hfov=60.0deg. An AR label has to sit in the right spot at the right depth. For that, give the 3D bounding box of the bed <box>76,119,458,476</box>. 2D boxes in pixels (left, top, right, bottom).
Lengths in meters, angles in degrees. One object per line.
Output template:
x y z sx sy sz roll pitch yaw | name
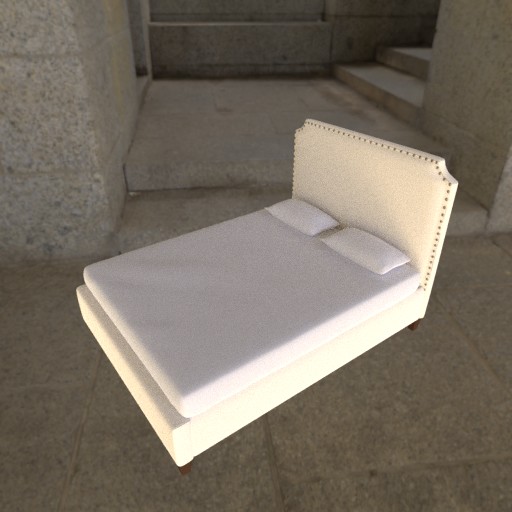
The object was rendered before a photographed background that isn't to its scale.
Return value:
0.000 0.000 3.436 2.372 1.497 1.712 -21 37 -31 | bed
